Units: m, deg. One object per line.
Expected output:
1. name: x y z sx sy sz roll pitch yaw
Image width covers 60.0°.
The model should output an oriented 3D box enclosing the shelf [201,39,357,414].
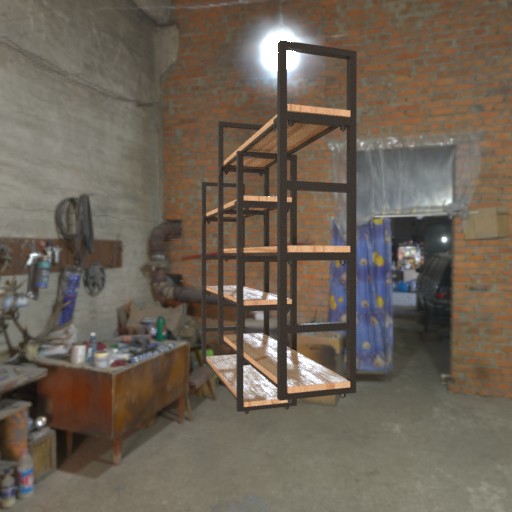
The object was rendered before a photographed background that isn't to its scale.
1. shelf: 0.000 0.000 1.414 0.183 0.921 0.946 0 0 -17
